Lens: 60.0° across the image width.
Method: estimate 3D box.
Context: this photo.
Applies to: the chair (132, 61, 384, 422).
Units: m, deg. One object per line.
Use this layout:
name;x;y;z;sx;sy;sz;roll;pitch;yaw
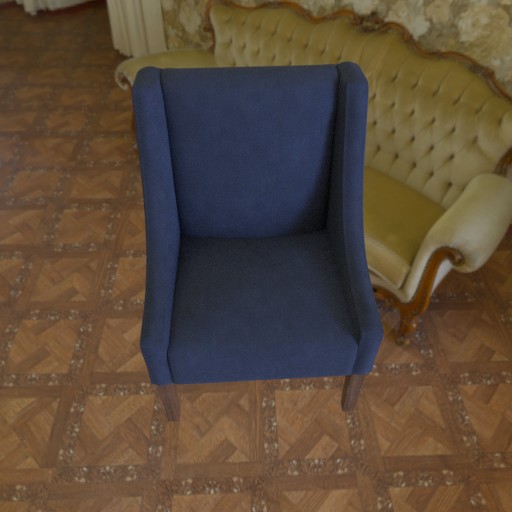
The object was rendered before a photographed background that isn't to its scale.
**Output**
chair;0.000;0.000;1.313;0.629;0.895;0.629;-2;45;-2
